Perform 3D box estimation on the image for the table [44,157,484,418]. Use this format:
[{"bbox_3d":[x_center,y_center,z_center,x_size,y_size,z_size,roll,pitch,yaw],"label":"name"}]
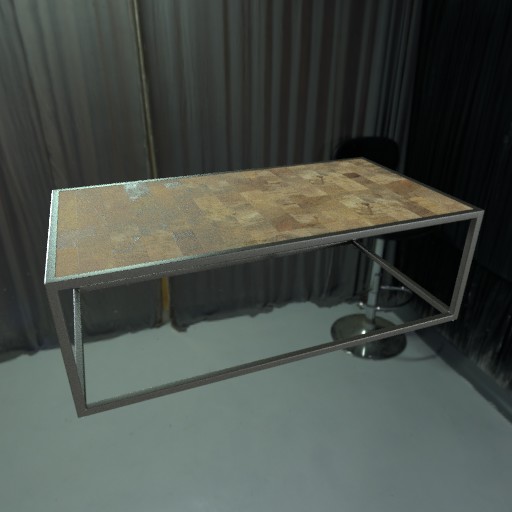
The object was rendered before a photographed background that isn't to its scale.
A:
[{"bbox_3d":[0.000,0.000,1.480,1.199,0.398,0.649,-10,29,-18],"label":"table"}]
